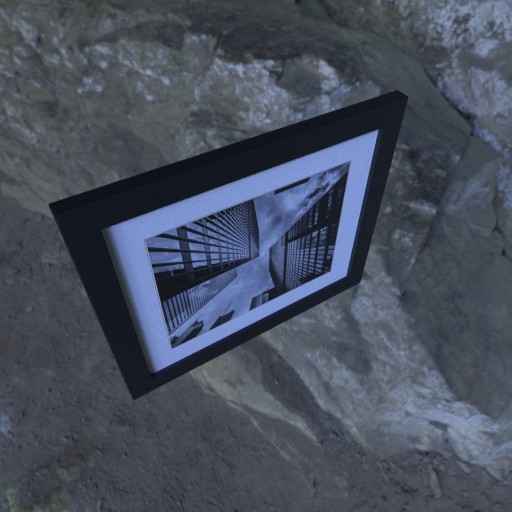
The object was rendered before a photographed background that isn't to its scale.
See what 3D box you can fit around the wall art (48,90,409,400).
[{"bbox_3d":[0.000,0.000,0.777,0.558,0.457,0.031,-24,50,-21],"label":"wall art"}]
